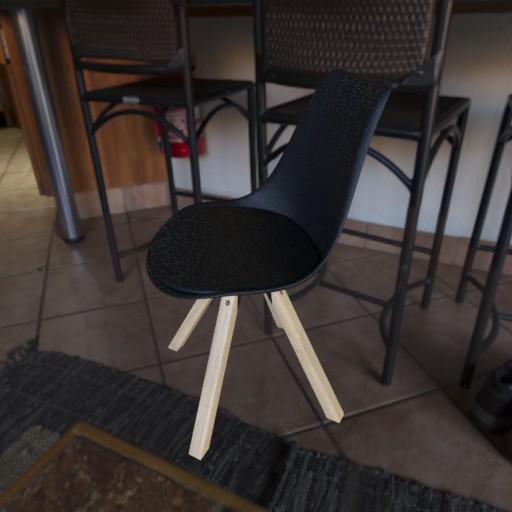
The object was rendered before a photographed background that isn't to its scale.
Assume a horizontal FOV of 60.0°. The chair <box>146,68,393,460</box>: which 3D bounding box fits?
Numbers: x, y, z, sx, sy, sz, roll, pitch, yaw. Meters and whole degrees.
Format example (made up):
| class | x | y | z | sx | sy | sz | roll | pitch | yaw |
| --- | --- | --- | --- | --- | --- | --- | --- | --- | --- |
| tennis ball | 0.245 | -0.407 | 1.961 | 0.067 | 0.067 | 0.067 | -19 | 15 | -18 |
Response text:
| class | x | y | z | sx | sy | sz | roll | pitch | yaw |
| --- | --- | --- | --- | --- | --- | --- | --- | --- | --- |
| chair | 0.000 | 0.000 | 1.136 | 0.549 | 0.850 | 0.485 | -9 | 31 | -15 |
